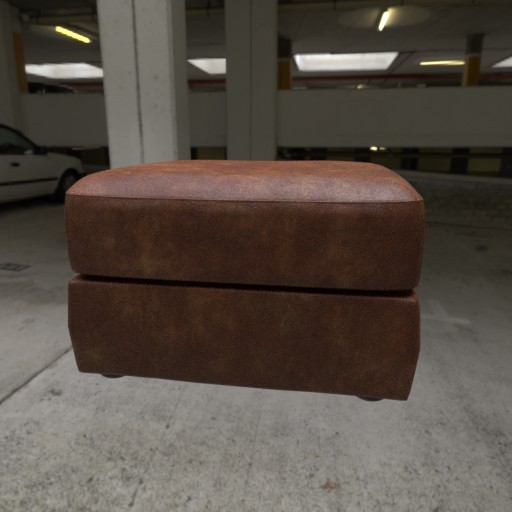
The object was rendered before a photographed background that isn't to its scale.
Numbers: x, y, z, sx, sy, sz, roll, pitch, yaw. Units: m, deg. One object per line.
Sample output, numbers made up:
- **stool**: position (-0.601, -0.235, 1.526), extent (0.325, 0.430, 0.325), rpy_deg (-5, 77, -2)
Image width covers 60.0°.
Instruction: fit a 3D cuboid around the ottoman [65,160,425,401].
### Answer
- **ottoman**: position (0.000, 0.000, 1.151), extent (0.751, 0.476, 0.603), rpy_deg (2, 15, 9)
